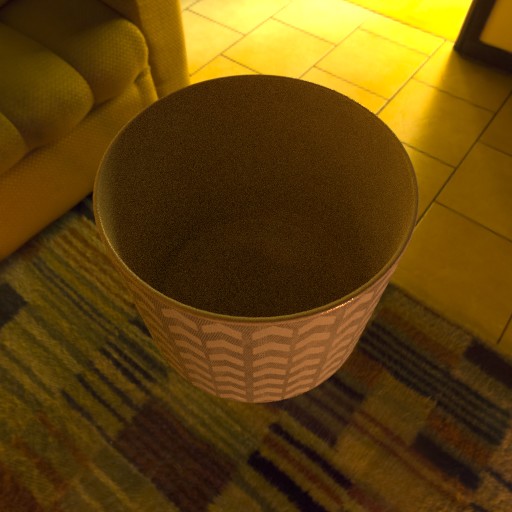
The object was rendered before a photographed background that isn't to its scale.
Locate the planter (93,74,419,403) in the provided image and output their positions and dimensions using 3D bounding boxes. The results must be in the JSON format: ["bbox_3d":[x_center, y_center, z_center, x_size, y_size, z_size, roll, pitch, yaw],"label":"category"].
[{"bbox_3d":[0.000,0.000,0.446,0.250,0.239,0.250,0,58,0],"label":"planter"}]
